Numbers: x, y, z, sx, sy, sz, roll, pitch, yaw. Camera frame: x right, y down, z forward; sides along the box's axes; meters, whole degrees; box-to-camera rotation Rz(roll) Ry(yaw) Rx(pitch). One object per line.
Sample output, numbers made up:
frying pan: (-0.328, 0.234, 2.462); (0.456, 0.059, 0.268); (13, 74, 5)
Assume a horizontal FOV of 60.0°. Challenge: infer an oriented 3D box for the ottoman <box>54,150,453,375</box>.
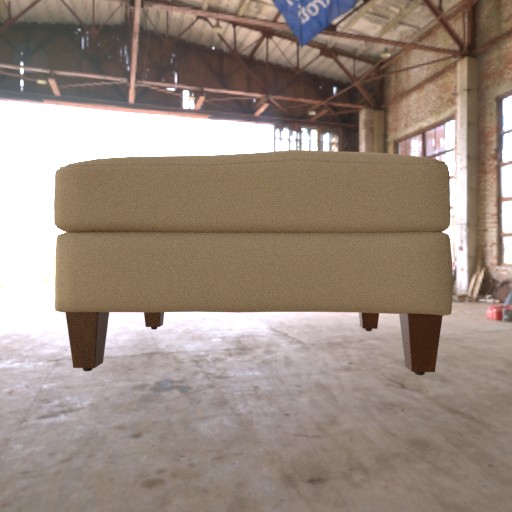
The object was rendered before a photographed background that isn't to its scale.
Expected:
ottoman: (0.000, 0.000, 1.182); (0.818, 0.485, 0.634); (0, 0, 3)
